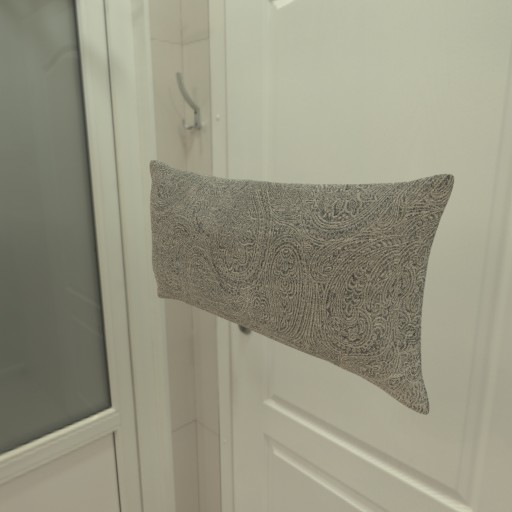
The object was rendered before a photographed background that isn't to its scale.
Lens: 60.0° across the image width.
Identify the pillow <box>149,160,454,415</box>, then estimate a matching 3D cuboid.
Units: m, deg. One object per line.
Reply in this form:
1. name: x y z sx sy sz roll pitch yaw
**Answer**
1. pillow: 0.000 0.000 0.727 0.151 0.295 0.615 -13 19 -43
